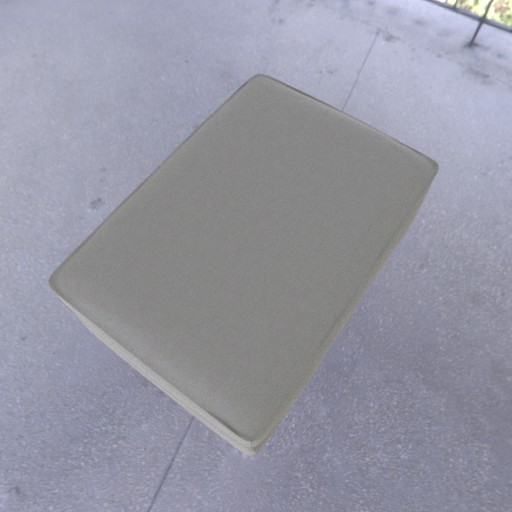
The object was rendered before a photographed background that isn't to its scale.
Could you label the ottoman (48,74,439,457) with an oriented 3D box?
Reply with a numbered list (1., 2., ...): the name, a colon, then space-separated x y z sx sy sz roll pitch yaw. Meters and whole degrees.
1. ottoman: 0.000 0.000 1.227 0.611 0.482 0.848 33 68 15
